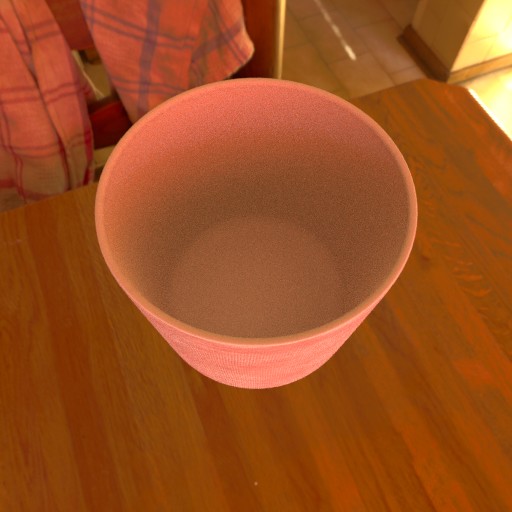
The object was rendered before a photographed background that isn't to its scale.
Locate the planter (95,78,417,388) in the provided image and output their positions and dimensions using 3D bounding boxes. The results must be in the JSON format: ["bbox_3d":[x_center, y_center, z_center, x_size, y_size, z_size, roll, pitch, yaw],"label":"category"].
[{"bbox_3d":[0.000,0.000,0.787,0.440,0.398,0.440,0,63,0],"label":"planter"}]
